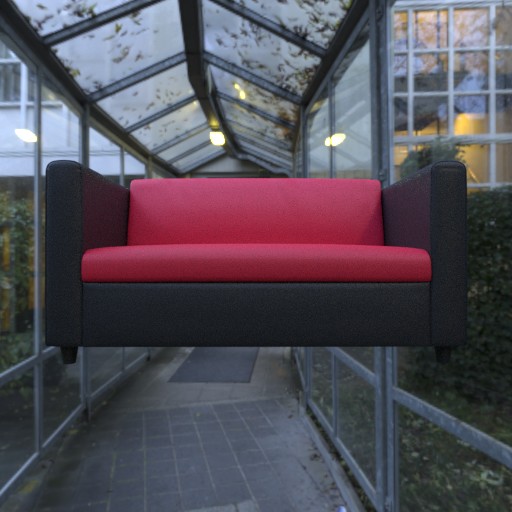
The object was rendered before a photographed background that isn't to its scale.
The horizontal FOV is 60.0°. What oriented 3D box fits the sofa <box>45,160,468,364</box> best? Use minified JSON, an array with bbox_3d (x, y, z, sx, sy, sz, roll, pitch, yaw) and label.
[{"bbox_3d":[0.000,0.000,1.885,1.410,0.735,0.845,0,0,0],"label":"sofa"}]
